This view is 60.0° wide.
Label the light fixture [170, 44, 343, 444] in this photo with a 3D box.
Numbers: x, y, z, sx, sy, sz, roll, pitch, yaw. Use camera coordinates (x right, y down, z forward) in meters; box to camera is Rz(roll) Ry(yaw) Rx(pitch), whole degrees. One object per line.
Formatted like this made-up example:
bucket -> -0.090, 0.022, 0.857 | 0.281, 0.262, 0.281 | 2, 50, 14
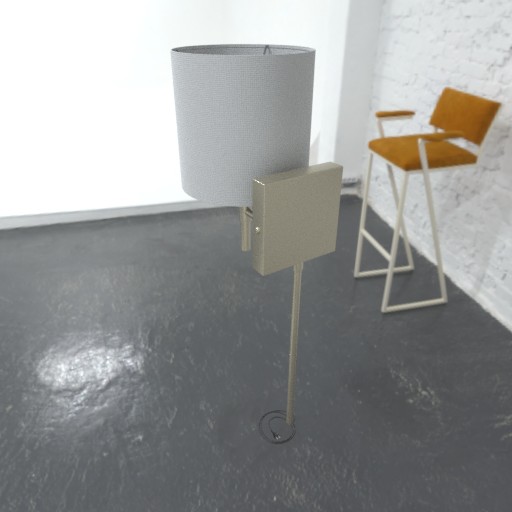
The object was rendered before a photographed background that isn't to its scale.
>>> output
light fixture -> 0.000, 0.000, 0.698 | 0.188, 0.589, 0.248 | -18, 34, -29
